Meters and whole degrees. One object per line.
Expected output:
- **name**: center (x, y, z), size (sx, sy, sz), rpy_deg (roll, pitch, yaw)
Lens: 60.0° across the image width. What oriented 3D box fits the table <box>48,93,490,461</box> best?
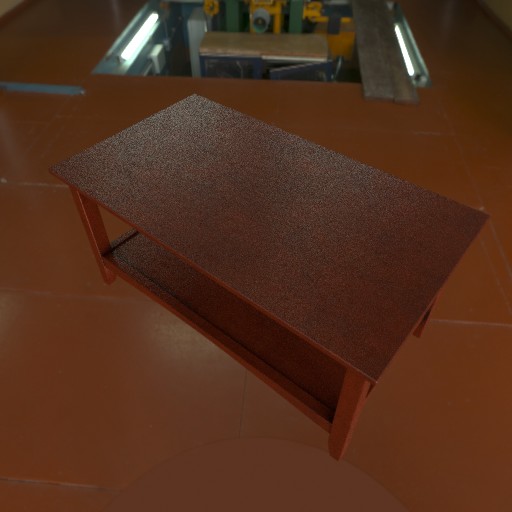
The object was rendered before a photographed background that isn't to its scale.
- **table**: center (0.000, 0.000, 1.233), size (0.943, 0.456, 0.533), rpy_deg (30, 53, 26)
